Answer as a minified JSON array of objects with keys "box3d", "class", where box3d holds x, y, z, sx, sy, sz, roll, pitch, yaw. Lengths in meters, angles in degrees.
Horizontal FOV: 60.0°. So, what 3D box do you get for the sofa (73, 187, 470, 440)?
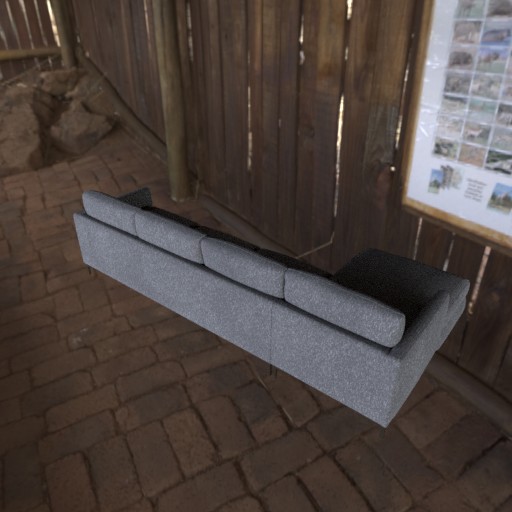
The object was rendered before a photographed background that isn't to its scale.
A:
[{"box3d":[0.000,0.000,3.516,2.932,0.810,1.350,21,36,32],"class":"sofa"}]
